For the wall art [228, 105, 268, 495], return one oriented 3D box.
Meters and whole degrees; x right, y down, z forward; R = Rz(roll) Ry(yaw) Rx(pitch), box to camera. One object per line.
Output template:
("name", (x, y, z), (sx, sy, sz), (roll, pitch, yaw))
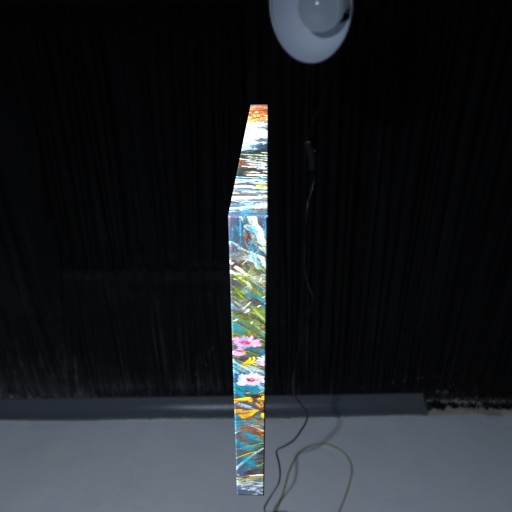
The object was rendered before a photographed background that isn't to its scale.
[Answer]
("wall art", (0.000, 0.000, 0.771), (0.037, 0.406, 0.610), (1, 28, 1))
